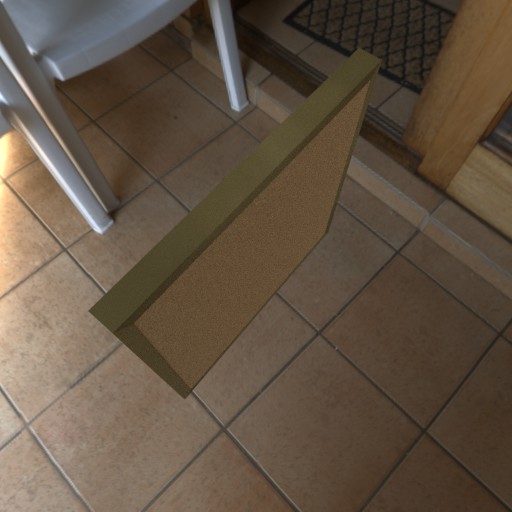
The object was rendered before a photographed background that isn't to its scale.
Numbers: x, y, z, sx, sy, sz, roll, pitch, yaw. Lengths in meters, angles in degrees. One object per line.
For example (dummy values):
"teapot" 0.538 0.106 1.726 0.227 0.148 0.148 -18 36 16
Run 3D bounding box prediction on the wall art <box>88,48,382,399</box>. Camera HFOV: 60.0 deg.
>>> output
"wall art" 0.000 0.000 0.772 0.038 0.508 0.507 37 70 16
